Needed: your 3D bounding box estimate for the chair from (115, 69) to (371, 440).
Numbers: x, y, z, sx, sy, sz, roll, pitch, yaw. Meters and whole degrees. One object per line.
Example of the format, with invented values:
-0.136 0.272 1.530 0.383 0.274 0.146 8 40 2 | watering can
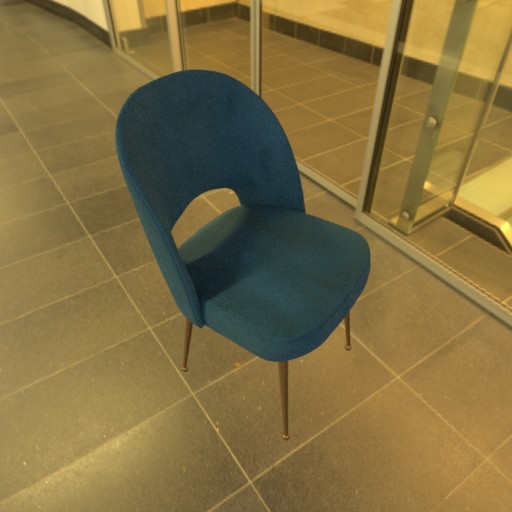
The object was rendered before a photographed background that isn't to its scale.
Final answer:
0.000 0.000 1.230 0.577 0.860 0.527 25 47 26 | chair
